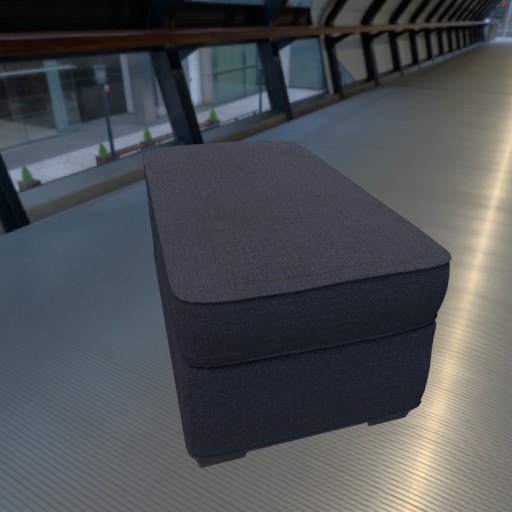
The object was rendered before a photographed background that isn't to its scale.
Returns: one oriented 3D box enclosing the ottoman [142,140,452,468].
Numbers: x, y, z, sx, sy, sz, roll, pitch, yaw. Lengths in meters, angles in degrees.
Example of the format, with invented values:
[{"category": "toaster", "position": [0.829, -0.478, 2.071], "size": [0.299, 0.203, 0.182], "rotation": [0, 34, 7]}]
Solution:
[{"category": "ottoman", "position": [0.000, 0.000, 1.160], "size": [0.505, 0.453, 0.895], "rotation": [-8, 30, -14]}]
